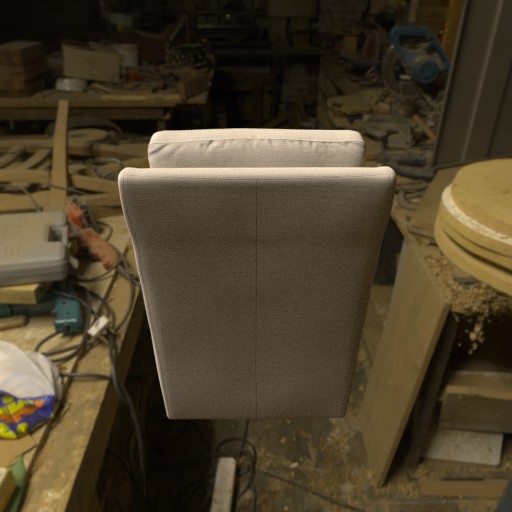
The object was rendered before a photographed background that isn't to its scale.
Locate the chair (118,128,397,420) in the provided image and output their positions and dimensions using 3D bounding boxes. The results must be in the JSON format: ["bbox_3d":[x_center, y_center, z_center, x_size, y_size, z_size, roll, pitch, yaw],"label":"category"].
[{"bbox_3d":[0.000,0.000,1.411,0.626,0.914,0.694,0,31,-1],"label":"chair"}]
